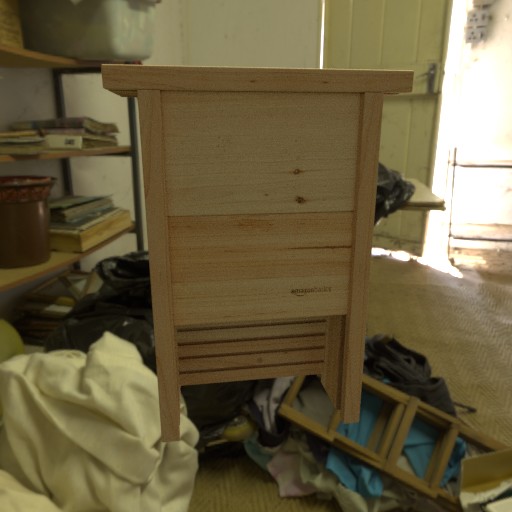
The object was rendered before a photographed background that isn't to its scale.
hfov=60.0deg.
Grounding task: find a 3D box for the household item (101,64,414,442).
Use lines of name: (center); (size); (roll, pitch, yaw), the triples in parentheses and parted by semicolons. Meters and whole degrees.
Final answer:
household item: (0.000, 0.000, 0.534); (0.301, 0.407, 0.123); (-2, 16, -8)
